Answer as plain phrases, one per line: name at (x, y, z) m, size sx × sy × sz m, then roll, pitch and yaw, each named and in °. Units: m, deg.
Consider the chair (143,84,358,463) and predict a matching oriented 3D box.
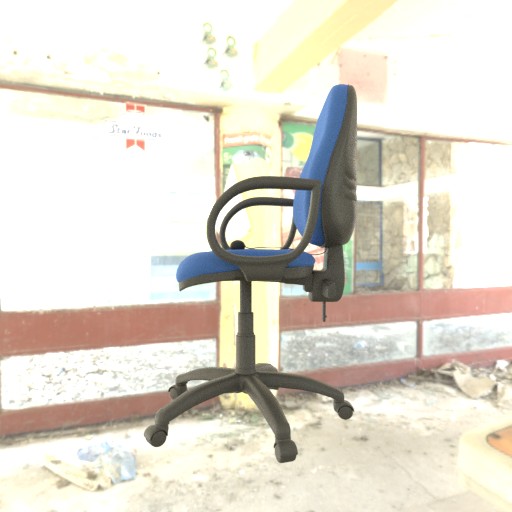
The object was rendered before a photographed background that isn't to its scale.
chair at (0.000, 0.000, 1.226) m, size 0.549 × 0.905 × 0.552 m, roll 0°, pitch 1°, yaw -1°
